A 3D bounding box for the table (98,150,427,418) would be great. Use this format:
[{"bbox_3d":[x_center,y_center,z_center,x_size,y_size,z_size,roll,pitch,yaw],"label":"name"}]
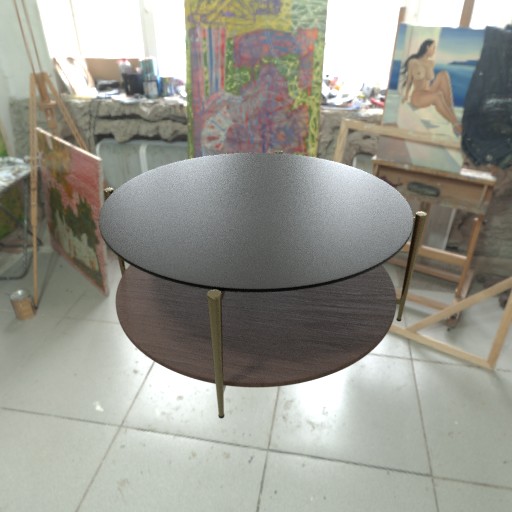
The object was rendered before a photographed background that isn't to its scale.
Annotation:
[{"bbox_3d":[0.000,0.000,1.482,0.938,0.400,0.938,-10,33,-16],"label":"table"}]
